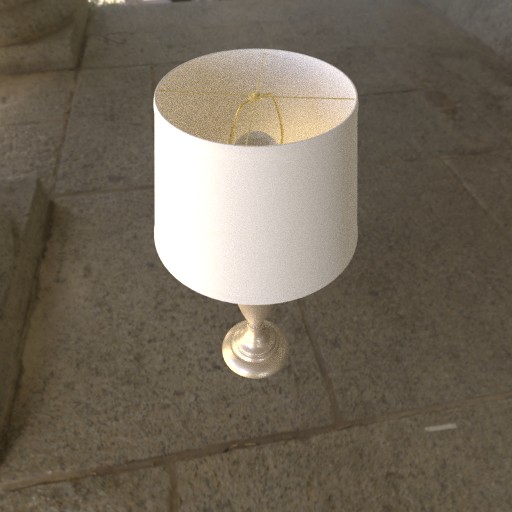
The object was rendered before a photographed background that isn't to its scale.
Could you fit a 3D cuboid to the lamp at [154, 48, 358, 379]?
[{"bbox_3d":[0.000,0.000,0.781,0.328,0.612,0.328,0,47,0],"label":"lamp"}]
